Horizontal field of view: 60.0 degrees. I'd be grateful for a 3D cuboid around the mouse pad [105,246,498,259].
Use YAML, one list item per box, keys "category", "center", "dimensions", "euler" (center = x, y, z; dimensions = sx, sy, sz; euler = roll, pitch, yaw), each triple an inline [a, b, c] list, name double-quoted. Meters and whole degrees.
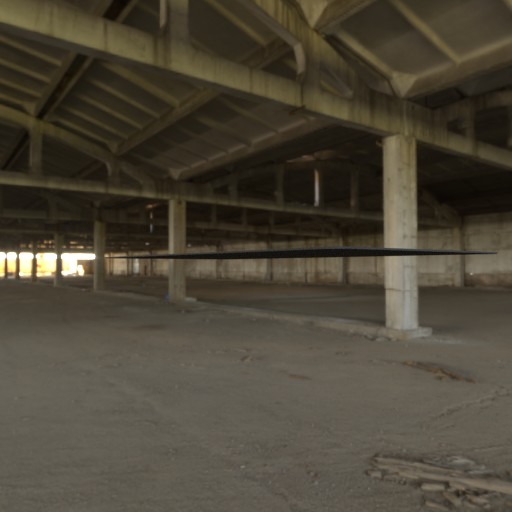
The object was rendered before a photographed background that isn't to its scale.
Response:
- category: "mouse pad"
  center: [0.000, 0.000, 1.023]
  dimensions: [0.424, 0.003, 0.907]
  euler: [1, -2, -36]
